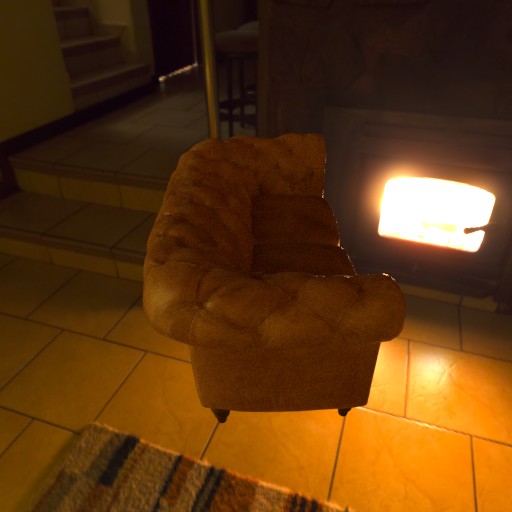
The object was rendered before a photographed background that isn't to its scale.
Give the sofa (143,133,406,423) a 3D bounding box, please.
[{"bbox_3d":[0.000,0.000,2.544,1.042,0.877,1.979,-1,33,-1],"label":"sofa"}]
